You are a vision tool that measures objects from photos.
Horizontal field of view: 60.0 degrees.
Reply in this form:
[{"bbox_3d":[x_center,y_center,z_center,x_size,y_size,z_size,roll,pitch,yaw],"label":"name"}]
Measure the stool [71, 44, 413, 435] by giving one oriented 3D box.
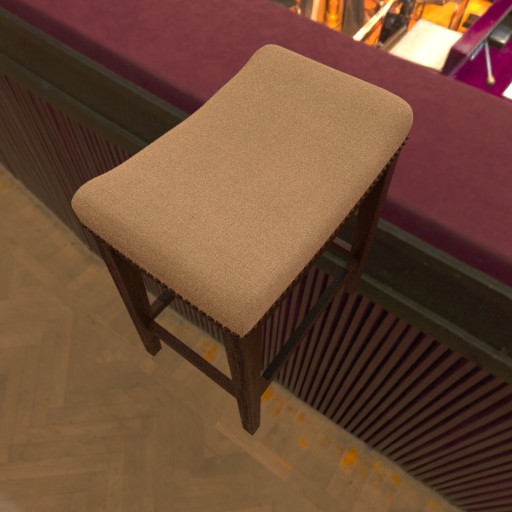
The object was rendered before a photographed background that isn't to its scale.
[{"bbox_3d":[0.000,0.000,0.966,0.363,0.669,0.509,33,64,19],"label":"stool"}]
